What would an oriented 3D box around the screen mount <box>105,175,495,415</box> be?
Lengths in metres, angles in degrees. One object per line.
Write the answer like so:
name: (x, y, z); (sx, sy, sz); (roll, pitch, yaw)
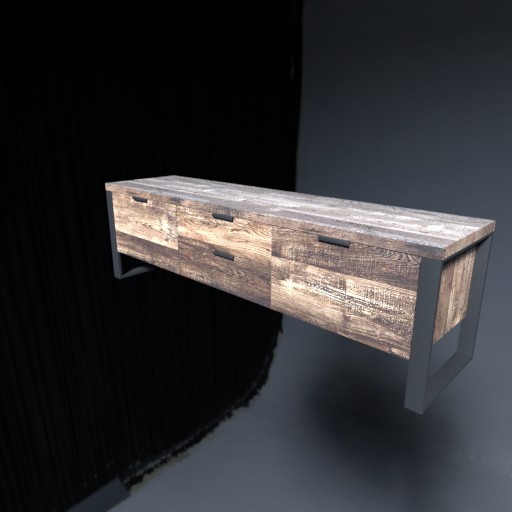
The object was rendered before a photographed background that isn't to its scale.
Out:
screen mount: (0.000, 0.000, 1.706); (1.524, 0.450, 0.395); (16, 23, 41)
